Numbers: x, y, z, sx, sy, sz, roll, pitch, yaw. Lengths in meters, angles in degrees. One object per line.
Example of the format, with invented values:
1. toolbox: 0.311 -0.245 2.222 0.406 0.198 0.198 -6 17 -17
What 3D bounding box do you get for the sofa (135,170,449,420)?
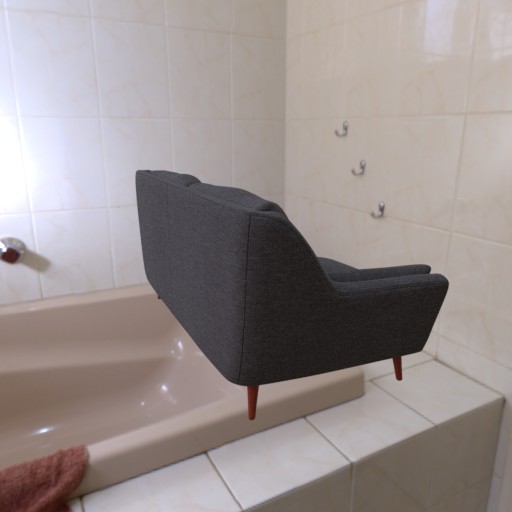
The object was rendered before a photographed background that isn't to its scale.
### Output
1. sofa: 0.000 0.000 2.491 0.975 0.896 1.929 -8 17 -25
